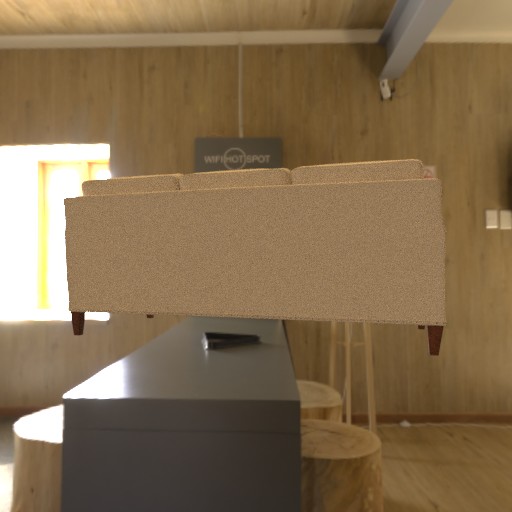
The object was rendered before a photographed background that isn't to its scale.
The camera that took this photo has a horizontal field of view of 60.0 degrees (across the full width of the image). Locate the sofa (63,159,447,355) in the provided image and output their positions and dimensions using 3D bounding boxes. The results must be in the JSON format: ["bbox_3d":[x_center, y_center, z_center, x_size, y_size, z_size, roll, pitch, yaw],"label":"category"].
[{"bbox_3d":[0.000,0.000,2.908,2.246,1.003,1.084,0,-1,17],"label":"sofa"}]
